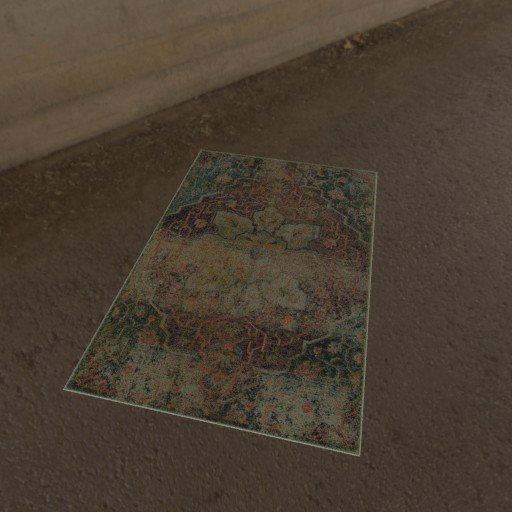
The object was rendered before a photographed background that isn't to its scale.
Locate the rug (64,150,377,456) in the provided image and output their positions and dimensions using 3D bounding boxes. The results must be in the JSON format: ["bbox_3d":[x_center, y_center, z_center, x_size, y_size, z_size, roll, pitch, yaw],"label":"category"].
[{"bbox_3d":[0.000,0.000,2.982,1.566,0.004,2.363,10,46,10],"label":"rug"}]
